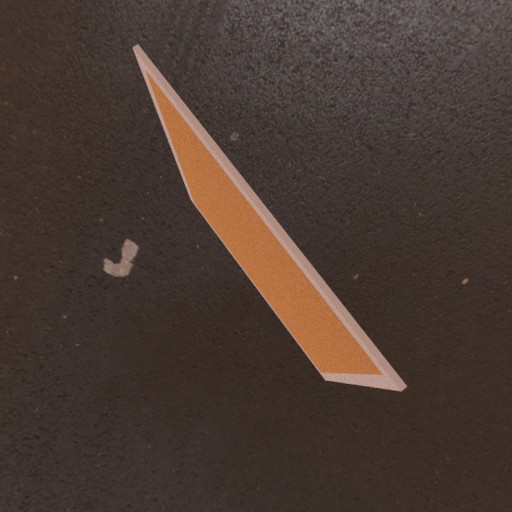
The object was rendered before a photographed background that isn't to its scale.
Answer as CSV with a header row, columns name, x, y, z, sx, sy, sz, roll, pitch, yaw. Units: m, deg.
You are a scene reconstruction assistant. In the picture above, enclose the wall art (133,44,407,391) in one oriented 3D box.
name,x,y,z,sx,sy,sz,roll,pitch,yaw
wall art,0.000,0.000,1.193,0.013,0.813,0.812,-35,78,-8
